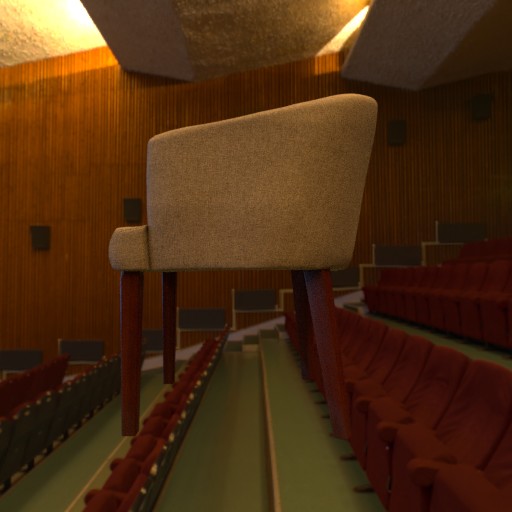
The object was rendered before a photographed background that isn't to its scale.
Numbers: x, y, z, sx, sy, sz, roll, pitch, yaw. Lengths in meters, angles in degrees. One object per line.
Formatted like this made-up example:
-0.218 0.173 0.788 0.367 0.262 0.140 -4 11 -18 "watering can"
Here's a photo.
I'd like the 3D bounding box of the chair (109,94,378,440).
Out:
0.000 0.000 1.231 0.655 0.811 0.583 0 -2 -1 "chair"
